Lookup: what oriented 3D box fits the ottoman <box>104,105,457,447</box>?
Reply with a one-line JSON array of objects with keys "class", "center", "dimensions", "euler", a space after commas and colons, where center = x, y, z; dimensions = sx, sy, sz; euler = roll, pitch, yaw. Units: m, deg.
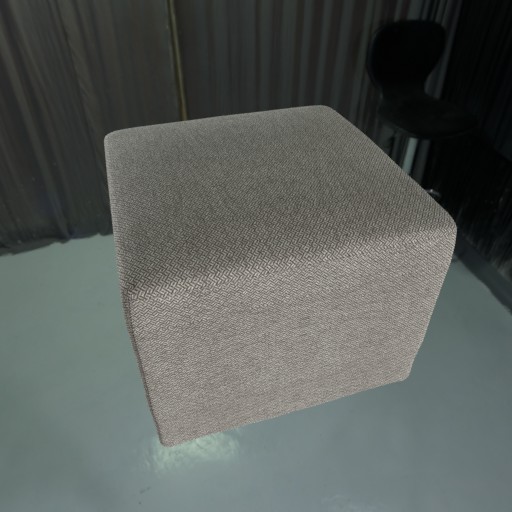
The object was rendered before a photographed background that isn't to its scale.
[{"class": "ottoman", "center": [0.000, 0.000, 0.915], "dimensions": [0.519, 0.453, 0.512], "euler": [-11, 42, -13]}]
